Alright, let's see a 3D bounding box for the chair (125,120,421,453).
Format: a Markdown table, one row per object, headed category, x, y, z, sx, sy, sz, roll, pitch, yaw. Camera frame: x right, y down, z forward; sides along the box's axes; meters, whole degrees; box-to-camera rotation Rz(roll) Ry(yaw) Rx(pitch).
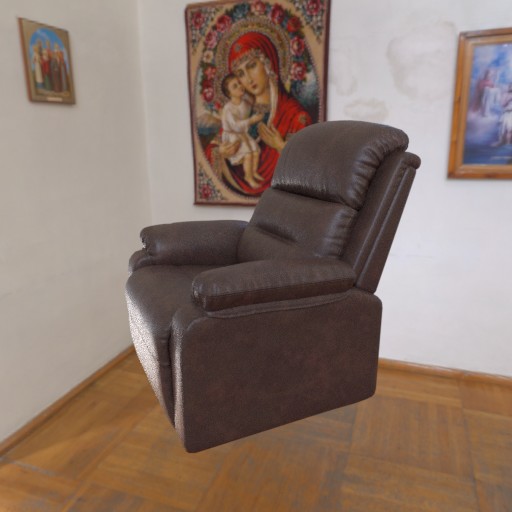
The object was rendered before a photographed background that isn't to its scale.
| category | x | y | z | sx | sy | sz | roll | pitch | yaw |
| --- | --- | --- | --- | --- | --- | --- | --- | --- | --- |
| chair | 0.000 | 0.000 | 1.681 | 0.919 | 0.992 | 0.855 | -7 | 17 | -25 |
